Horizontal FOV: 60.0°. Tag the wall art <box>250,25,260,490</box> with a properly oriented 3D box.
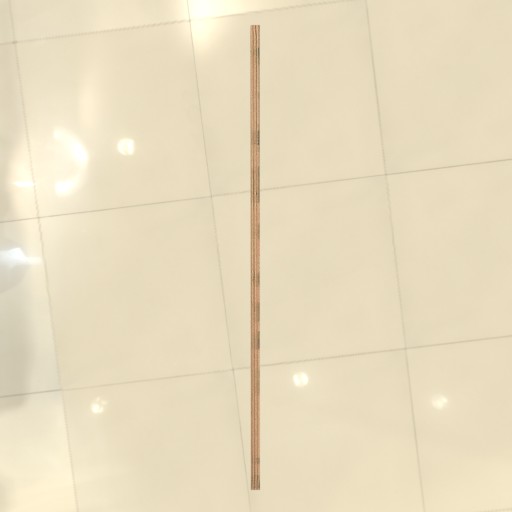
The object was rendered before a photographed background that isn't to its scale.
[{"bbox_3d":[0.000,0.000,0.688,0.010,0.408,0.508,0,91,0],"label":"wall art"}]
